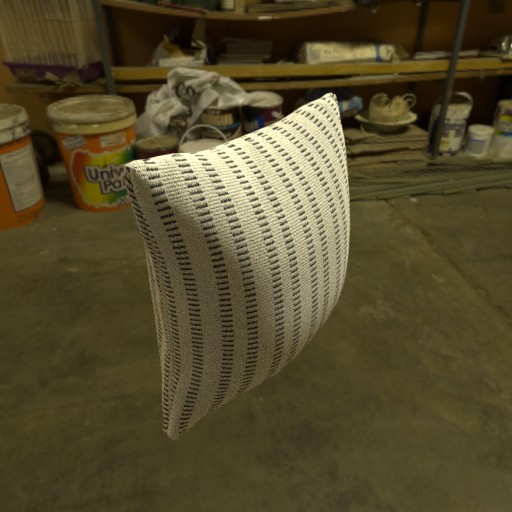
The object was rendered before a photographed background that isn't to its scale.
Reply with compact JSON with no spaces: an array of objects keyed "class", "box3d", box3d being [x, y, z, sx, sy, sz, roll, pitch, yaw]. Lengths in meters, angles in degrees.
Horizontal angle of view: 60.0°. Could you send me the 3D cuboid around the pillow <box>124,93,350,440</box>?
[{"class":"pillow","box3d":[0.000,0.000,0.689,0.247,0.419,0.438,21,37,30]}]
